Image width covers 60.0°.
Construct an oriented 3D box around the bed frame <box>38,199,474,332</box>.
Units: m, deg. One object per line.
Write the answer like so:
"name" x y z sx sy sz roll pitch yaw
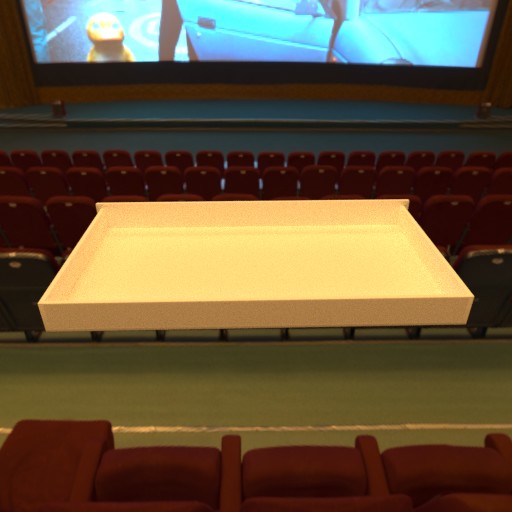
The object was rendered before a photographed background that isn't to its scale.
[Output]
"bed frame" 0.000 0.000 1.592 1.300 0.141 0.670 -1 30 -1
